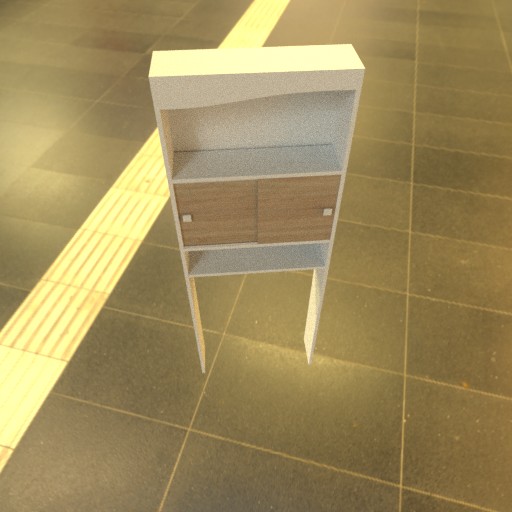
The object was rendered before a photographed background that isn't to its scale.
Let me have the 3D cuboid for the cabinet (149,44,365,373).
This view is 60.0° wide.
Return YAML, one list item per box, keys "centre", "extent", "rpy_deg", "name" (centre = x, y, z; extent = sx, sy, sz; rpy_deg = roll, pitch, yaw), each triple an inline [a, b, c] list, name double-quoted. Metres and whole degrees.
- centre: [0.000, 0.000, 2.013]
  extent: [0.643, 1.770, 0.192]
  rpy_deg: [-4, 47, -3]
  name: "cabinet"
